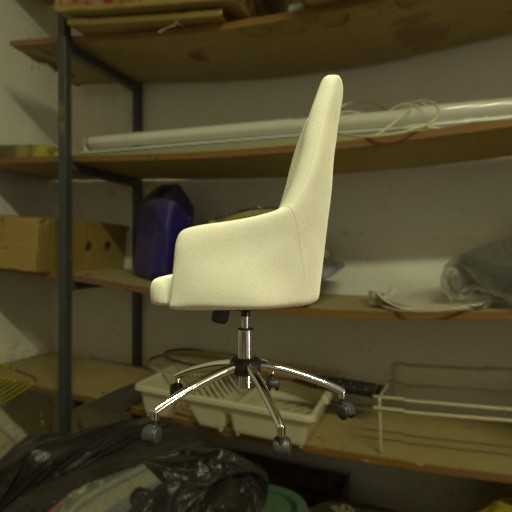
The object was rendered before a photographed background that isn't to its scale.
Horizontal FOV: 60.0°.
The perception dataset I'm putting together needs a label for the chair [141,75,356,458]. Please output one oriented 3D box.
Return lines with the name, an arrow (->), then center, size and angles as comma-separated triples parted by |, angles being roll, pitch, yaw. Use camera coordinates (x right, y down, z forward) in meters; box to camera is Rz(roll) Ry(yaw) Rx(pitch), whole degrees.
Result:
chair -> 0.000, 0.000, 1.441 | 0.640, 1.049, 0.620 | 0, 0, 0
